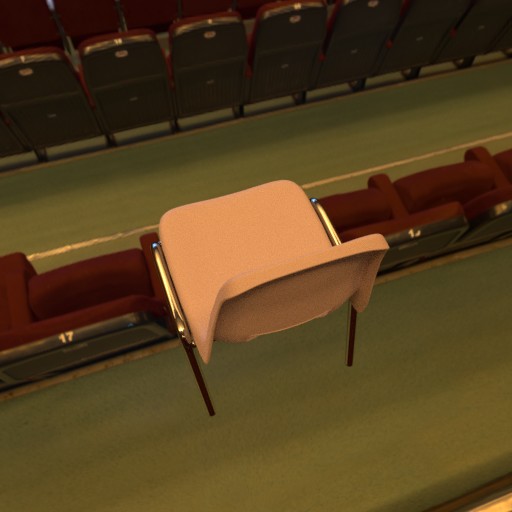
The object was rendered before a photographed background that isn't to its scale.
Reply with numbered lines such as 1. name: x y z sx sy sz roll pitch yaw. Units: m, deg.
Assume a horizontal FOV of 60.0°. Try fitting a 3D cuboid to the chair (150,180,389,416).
1. chair: 0.000 0.000 0.795 0.354 0.537 0.385 -17 59 -10
